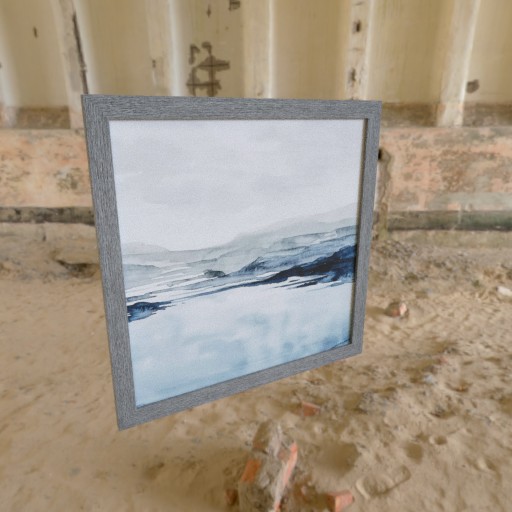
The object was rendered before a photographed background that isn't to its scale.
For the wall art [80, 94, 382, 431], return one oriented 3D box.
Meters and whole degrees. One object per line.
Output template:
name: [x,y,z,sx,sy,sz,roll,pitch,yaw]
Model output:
wall art: [0.000,0.000,1.020,0.685,0.685,0.020,-9,20,-27]
